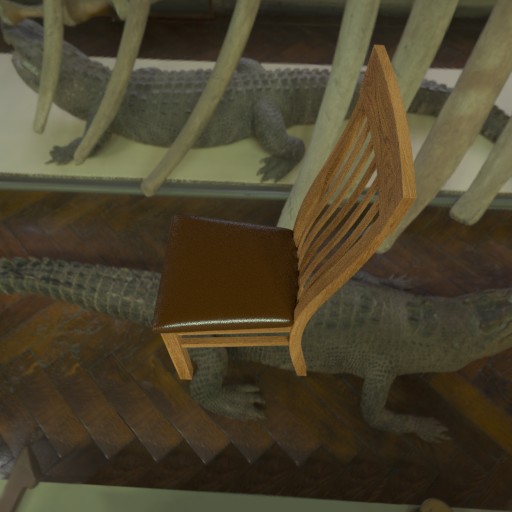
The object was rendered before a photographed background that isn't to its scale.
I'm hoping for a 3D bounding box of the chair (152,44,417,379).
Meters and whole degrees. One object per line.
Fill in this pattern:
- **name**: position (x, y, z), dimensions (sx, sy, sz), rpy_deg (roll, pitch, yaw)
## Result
- **chair**: position (0.000, 0.000, 1.303), dimensions (0.580, 1.050, 0.450), rpy_deg (2, 56, 1)
